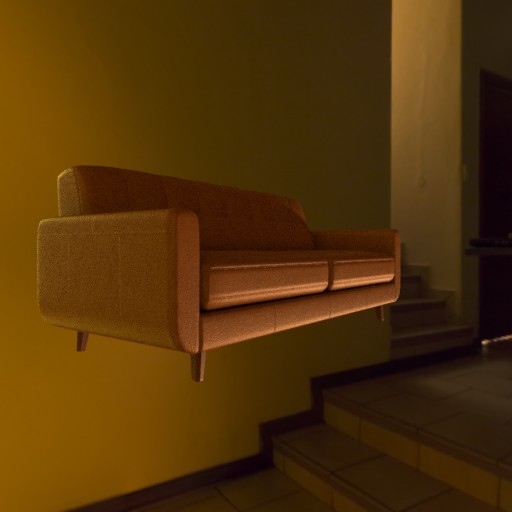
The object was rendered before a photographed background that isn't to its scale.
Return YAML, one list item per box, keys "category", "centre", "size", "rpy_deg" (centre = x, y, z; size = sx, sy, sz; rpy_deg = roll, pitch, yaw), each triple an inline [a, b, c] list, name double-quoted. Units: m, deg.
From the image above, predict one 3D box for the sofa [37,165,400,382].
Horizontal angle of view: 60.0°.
- category: "sofa"
  centre: [0.000, 0.000, 2.590]
  size: [0.980, 0.892, 2.137]
  rpy_deg: [1, 1, 37]
